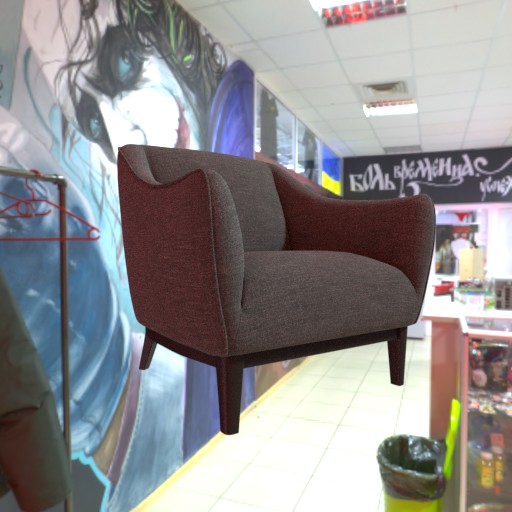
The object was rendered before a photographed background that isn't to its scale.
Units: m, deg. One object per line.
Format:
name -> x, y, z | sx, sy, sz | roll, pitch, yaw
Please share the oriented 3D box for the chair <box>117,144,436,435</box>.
chair -> 0.000, 0.000, 1.527 | 0.870, 0.829, 0.851 | -1, 2, -35
